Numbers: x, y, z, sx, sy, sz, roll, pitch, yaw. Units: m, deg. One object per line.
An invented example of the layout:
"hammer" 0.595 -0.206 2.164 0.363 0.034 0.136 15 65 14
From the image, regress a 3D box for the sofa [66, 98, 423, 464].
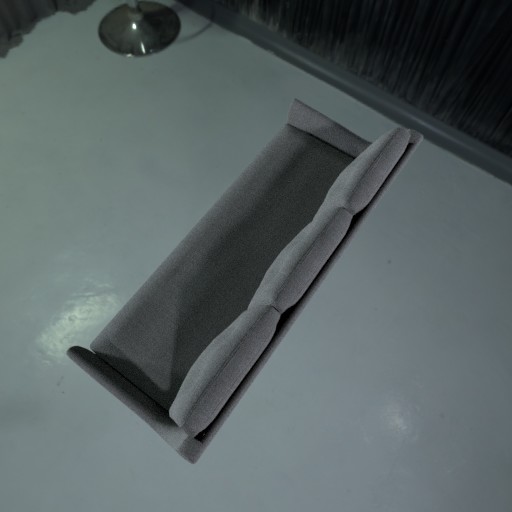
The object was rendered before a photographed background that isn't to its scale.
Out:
"sofa" 0.000 0.000 2.505 0.849 0.837 2.060 33 69 14
